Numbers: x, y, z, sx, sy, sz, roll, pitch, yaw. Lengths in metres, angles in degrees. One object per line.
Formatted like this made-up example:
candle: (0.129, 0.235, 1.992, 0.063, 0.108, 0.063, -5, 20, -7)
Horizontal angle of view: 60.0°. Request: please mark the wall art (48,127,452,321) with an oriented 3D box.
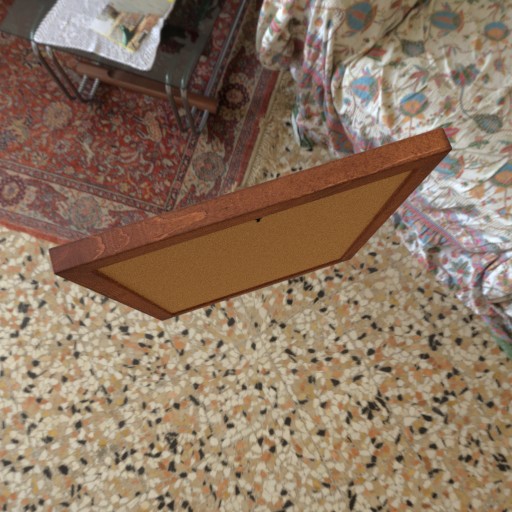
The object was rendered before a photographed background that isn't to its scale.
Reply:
wall art: (0.000, 0.000, 0.760, 0.462, 0.558, 0.030, -18, 77, -4)
